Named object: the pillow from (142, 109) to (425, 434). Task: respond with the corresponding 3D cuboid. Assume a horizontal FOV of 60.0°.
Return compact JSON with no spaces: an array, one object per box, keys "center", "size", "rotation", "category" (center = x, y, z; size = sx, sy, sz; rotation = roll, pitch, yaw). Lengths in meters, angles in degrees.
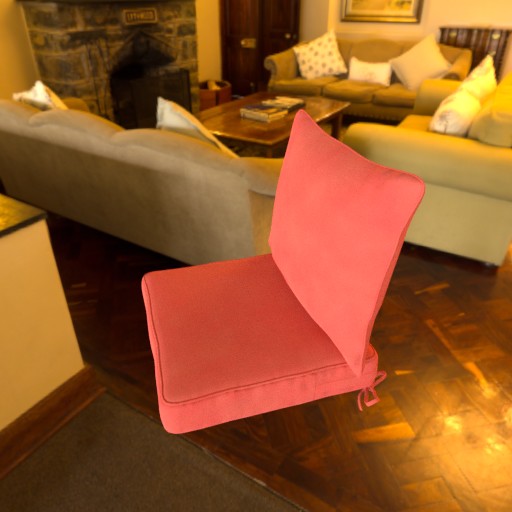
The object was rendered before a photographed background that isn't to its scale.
[{"center":[0.000,0.000,1.415],"size":[0.733,0.725,0.798],"rotation":[-9,32,-14],"category":"pillow"}]
